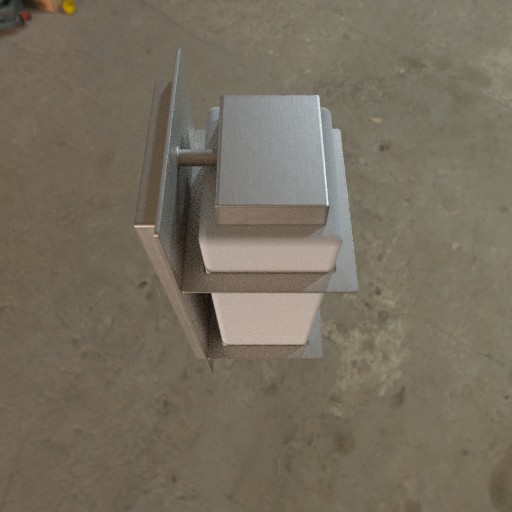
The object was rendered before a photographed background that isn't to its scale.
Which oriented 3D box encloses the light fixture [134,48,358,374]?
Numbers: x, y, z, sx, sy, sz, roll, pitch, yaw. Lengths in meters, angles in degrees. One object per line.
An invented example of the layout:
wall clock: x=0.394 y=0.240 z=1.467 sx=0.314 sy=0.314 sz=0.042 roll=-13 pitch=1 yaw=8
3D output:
light fixture: x=0.000 y=0.000 z=0.474 sx=0.160 sy=0.380 sz=0.168 roll=0 pitch=63 yaw=0
